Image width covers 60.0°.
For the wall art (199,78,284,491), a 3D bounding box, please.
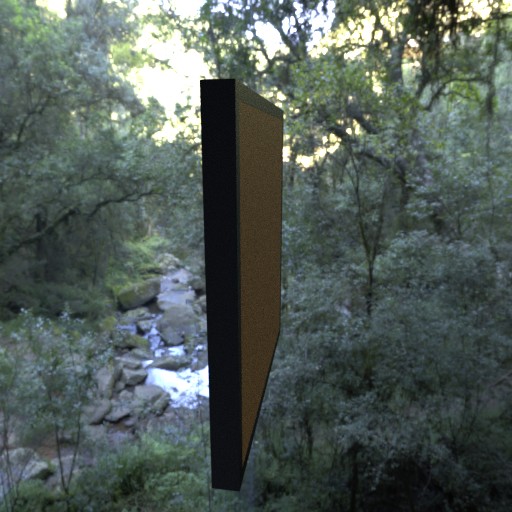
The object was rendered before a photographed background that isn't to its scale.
[{"bbox_3d":[0.000,0.000,0.764,0.038,0.508,0.508,2,15,9],"label":"wall art"}]
